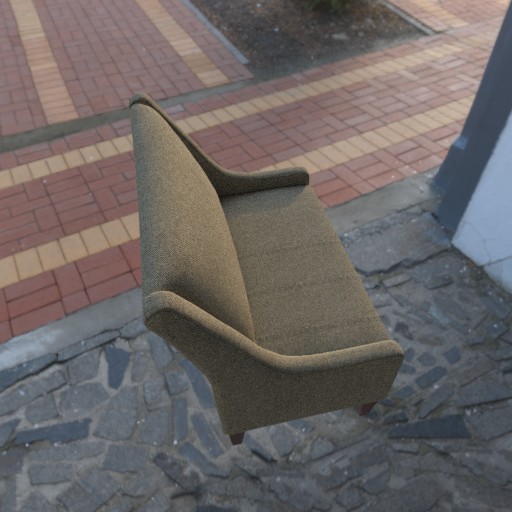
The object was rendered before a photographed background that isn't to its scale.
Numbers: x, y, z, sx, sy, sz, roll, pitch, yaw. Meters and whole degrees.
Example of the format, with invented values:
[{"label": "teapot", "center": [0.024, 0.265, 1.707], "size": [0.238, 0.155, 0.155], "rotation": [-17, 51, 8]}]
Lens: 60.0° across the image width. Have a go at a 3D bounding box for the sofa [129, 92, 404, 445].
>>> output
[{"label": "sofa", "center": [0.000, 0.000, 1.935], "size": [0.870, 1.021, 1.242], "rotation": [-9, 47, -9]}]
